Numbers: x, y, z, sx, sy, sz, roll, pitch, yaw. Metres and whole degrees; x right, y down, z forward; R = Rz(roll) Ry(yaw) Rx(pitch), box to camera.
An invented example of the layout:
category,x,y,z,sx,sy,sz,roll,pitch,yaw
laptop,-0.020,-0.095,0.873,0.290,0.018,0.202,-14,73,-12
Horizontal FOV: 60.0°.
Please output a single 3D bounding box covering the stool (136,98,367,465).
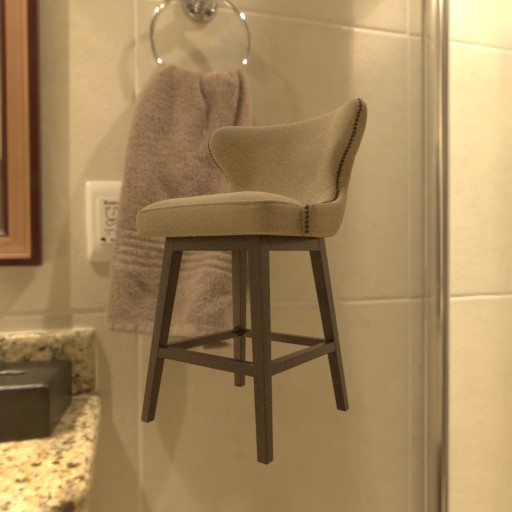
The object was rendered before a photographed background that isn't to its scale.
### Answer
category,x,y,z,sx,sy,sz,roll,pitch,yaw
stool,0.000,0.000,1.378,0.615,0.972,0.597,0,1,36
